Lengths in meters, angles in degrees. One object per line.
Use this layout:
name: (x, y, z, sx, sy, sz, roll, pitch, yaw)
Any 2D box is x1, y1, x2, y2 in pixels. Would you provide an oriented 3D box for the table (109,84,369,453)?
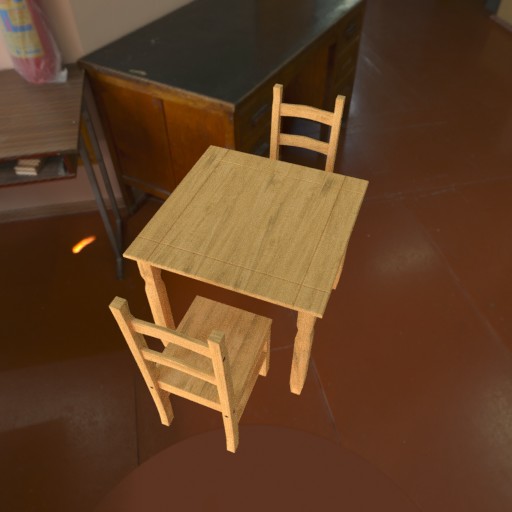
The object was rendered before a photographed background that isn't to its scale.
table: (0.000, 0.000, 2.100, 0.813, 0.942, 1.501, 16, 50, 14)
